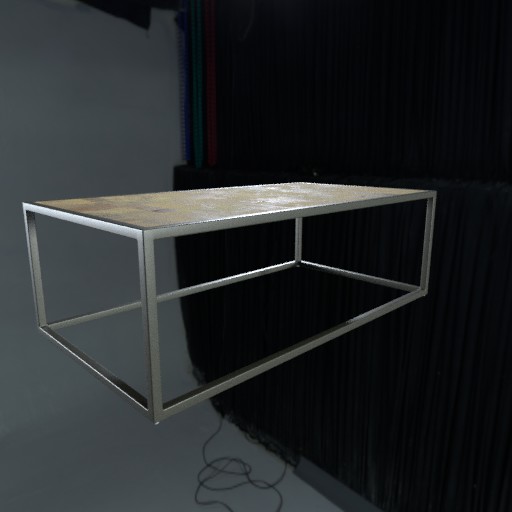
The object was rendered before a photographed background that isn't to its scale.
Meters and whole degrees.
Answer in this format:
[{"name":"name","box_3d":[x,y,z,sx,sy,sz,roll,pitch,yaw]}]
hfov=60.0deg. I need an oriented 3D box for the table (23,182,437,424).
[{"name":"table","box_3d":[0.000,0.000,1.470,1.199,0.398,0.649,-12,18,-43]}]
